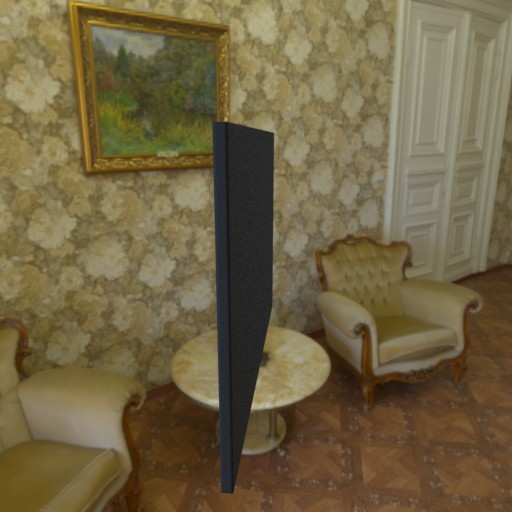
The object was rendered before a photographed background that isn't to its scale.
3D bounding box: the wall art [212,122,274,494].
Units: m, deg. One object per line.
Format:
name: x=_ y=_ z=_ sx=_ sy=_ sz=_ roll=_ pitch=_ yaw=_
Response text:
wall art: x=0.000 y=0.000 z=1.202 sx=0.049 sy=0.659 sz=0.964 roll=2 pitch=15 yaw=8
